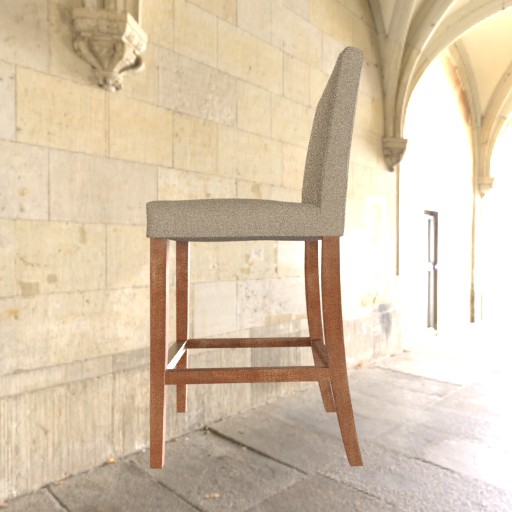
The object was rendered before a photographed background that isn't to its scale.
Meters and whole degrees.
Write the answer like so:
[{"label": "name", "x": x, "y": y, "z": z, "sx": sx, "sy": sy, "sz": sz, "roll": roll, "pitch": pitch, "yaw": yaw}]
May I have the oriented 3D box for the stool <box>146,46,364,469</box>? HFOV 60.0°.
[{"label": "stool", "x": 0.000, "y": 0.000, "z": 1.341, "sx": 0.570, "sy": 1.088, "sz": 0.439, "roll": 0, "pitch": 1, "yaw": 0}]
